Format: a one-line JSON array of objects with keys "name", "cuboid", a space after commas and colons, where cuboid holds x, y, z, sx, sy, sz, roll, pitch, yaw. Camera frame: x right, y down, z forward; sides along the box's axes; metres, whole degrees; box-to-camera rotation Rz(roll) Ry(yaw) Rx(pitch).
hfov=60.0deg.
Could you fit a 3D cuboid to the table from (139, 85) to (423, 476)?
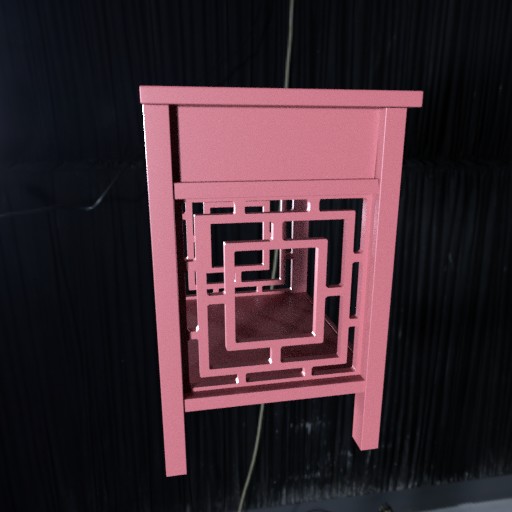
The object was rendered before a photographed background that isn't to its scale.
[{"name": "table", "cuboid": [0.000, 0.000, 1.045, 0.451, 0.686, 0.599, -3, 16, -10]}]
